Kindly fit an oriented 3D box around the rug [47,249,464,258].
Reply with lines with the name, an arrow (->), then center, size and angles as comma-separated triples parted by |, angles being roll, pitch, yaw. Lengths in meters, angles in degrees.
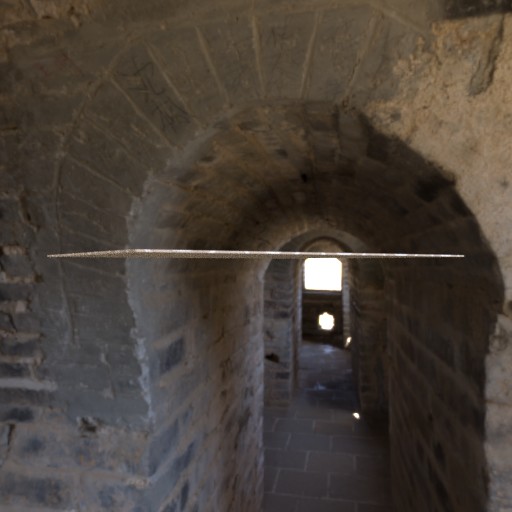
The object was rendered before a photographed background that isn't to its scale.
rug -> 0.000, 0.000, 2.781 | 2.134, 0.010, 1.524 | 1, -1, -36
